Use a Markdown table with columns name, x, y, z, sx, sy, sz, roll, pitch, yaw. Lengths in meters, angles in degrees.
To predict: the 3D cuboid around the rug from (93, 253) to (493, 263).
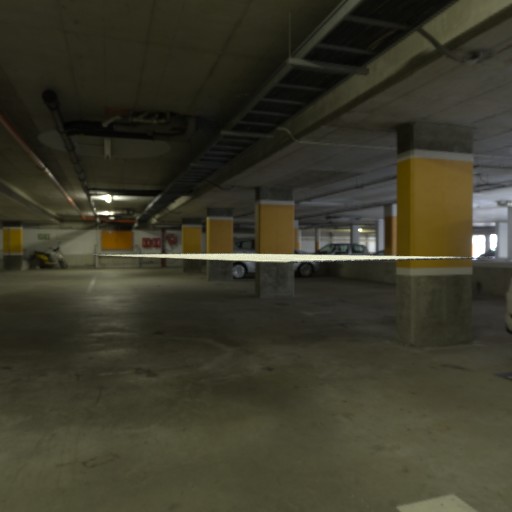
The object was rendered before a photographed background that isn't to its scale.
| name | x | y | z | sx | sy | sz | roll | pitch | yaw |
| --- | --- | --- | --- | --- | --- | --- | --- | --- | --- |
| rug | 0.000 | 0.000 | 2.558 | 1.248 | 0.009 | 2.108 | -1 | 1 | -36 |
